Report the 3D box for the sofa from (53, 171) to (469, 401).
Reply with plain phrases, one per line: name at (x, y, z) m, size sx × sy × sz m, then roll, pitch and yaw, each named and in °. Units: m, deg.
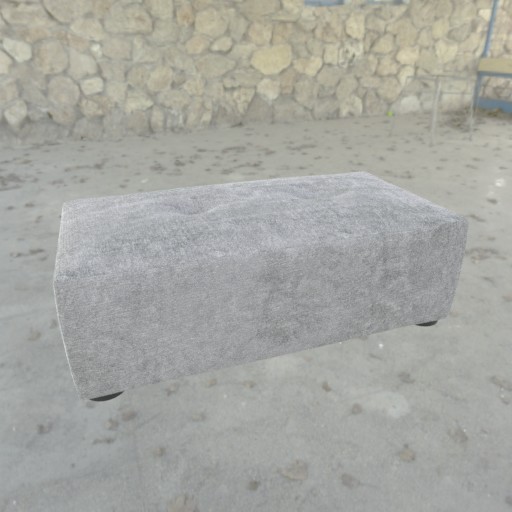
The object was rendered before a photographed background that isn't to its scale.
sofa at (0.000, 0.000, 1.154) m, size 0.930 × 0.330 × 0.480 m, roll -9°, pitch 27°, yaw -17°
